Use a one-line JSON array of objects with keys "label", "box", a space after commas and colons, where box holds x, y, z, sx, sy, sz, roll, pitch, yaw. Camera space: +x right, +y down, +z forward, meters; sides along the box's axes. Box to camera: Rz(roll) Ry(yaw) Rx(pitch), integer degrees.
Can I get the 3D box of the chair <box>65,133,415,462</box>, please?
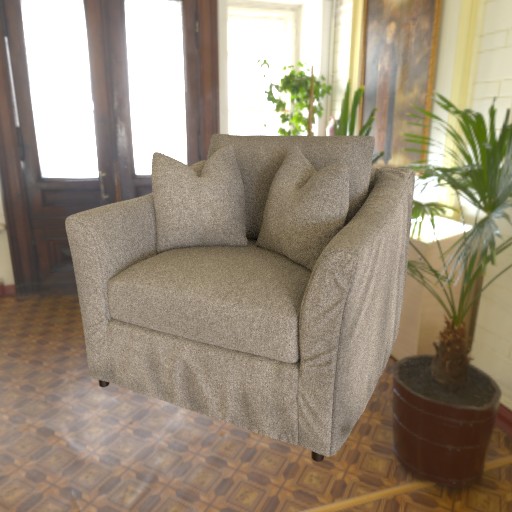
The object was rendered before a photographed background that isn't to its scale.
[{"label": "chair", "box": [0.000, 0.000, 2.003, 1.194, 1.059, 1.071, 8, 18, 26]}]
